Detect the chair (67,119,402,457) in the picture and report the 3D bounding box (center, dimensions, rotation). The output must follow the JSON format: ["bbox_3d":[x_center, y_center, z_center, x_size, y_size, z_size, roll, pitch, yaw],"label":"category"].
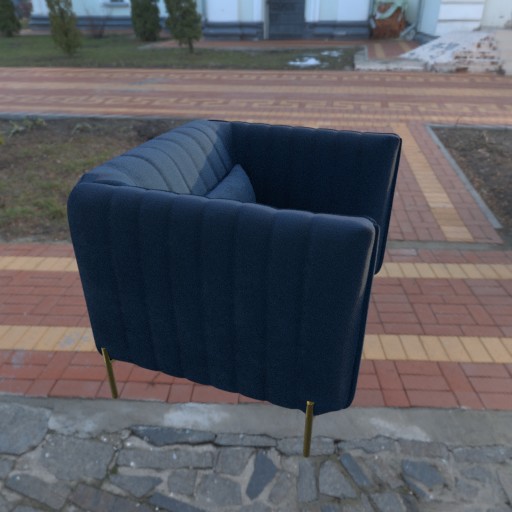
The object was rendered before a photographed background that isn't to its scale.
[{"bbox_3d":[0.000,0.000,1.624,0.877,0.793,0.947,10,31,17],"label":"chair"}]
